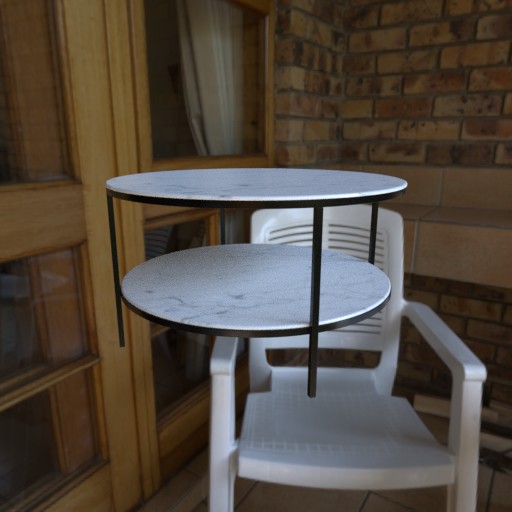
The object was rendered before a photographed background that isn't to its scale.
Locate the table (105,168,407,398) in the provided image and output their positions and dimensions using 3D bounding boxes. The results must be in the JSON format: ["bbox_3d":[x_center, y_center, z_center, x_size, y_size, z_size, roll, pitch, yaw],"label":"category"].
[{"bbox_3d":[0.000,0.000,1.292,0.800,0.450,0.800,0,15,0],"label":"table"}]
